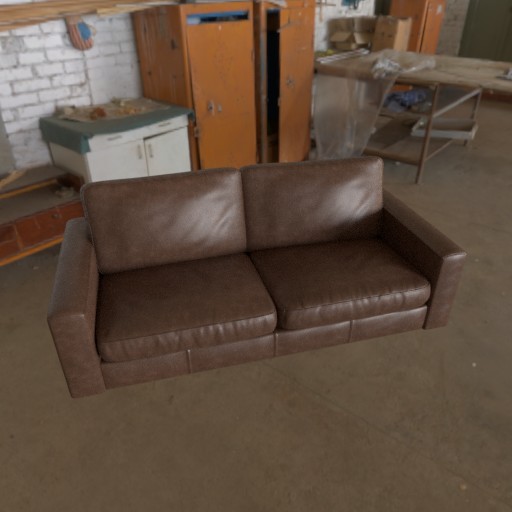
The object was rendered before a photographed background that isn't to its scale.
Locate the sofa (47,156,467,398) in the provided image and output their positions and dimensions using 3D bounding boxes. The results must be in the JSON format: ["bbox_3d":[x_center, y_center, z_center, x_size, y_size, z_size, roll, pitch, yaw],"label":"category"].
[{"bbox_3d":[0.000,0.000,2.642,2.179,0.873,1.016,-8,33,-13],"label":"sofa"}]
